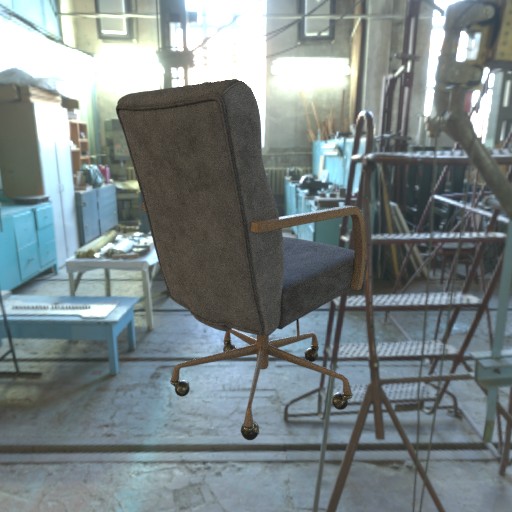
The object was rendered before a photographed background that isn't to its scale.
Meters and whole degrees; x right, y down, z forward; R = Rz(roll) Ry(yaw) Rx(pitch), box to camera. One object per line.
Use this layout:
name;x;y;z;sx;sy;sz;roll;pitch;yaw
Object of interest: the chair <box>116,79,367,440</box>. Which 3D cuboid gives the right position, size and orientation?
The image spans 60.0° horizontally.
chair;0.000;0.000;1.501;0.640;1.029;0.741;14;20;43
